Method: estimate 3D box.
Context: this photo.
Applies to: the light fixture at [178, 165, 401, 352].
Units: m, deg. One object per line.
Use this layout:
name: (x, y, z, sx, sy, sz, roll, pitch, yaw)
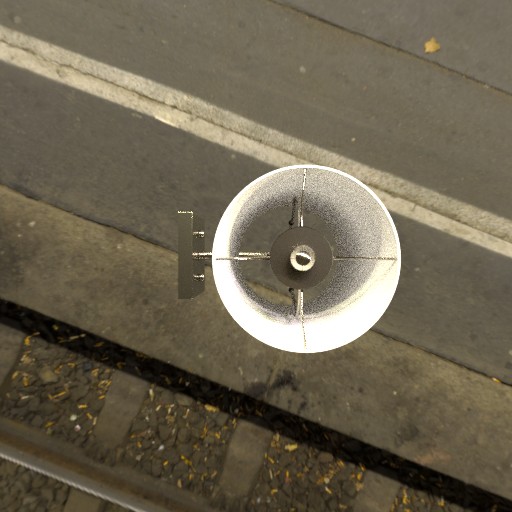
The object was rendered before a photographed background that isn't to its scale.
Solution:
light fixture: (0.000, 0.000, 0.534, 0.208, 0.462, 0.128, 0, 91, 1)
